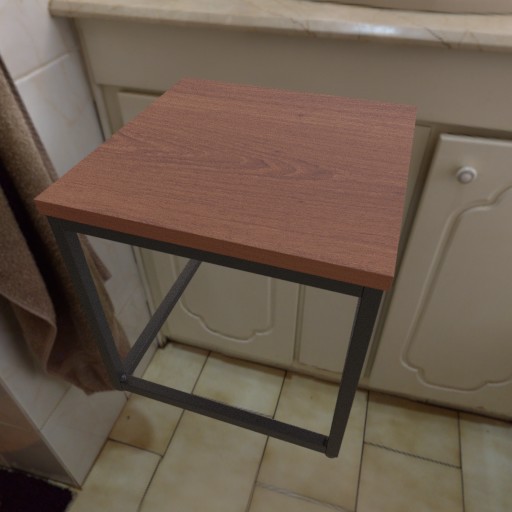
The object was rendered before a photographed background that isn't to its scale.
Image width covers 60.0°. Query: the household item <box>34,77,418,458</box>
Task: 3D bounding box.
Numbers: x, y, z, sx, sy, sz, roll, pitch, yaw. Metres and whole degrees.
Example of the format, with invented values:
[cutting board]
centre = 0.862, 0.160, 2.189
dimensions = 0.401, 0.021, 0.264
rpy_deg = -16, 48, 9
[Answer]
[household item]
centre = 0.000, 0.000, 0.731
dimensions = 0.400, 0.400, 0.400
rpy_deg = 12, 43, 13
